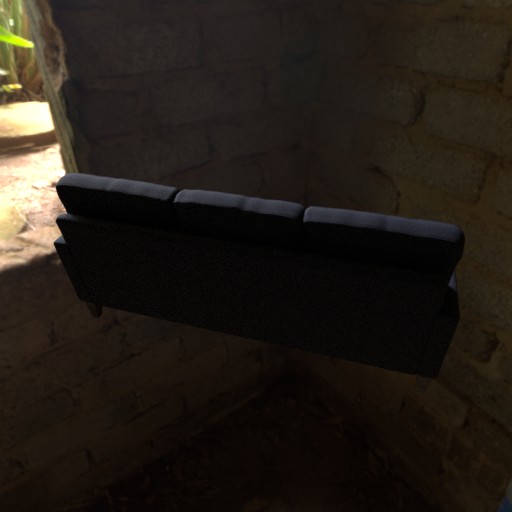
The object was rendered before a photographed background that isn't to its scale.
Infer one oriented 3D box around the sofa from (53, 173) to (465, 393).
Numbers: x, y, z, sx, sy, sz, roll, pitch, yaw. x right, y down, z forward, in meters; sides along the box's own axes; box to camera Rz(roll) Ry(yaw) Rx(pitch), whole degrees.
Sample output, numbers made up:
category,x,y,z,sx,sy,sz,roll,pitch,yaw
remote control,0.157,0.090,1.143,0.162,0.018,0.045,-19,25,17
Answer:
category,x,y,z,sx,sy,sz,roll,pitch,yaw
sofa,0.000,0.000,2.574,2.115,0.984,0.888,10,34,15
